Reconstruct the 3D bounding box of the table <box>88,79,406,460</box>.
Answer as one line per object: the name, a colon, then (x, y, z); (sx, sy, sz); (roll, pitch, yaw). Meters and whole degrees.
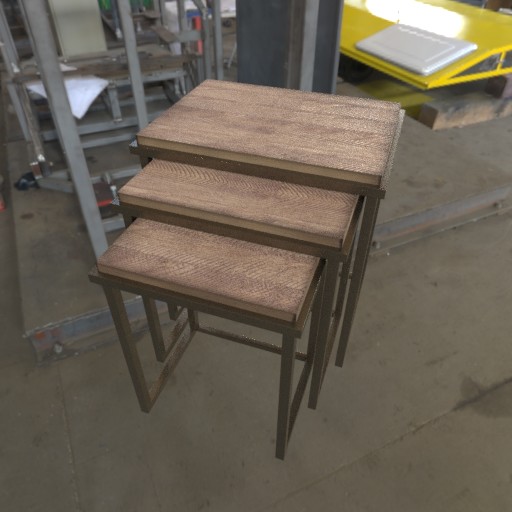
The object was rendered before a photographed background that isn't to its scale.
table: (0.000, 0.000, 1.129); (0.559, 0.610, 0.706); (13, 42, 15)
